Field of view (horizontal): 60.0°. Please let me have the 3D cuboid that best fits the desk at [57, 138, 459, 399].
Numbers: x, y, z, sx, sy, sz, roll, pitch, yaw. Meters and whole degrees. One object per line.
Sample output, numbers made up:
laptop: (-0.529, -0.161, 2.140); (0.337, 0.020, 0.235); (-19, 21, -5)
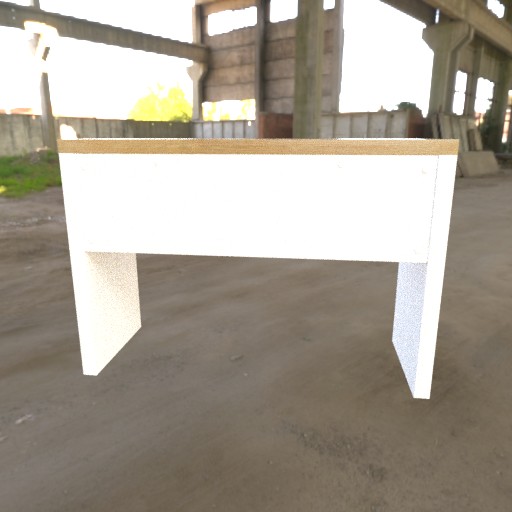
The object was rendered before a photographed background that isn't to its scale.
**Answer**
desk: (0.000, 0.000, 1.488); (1.100, 0.760, 0.390); (2, 15, 7)
